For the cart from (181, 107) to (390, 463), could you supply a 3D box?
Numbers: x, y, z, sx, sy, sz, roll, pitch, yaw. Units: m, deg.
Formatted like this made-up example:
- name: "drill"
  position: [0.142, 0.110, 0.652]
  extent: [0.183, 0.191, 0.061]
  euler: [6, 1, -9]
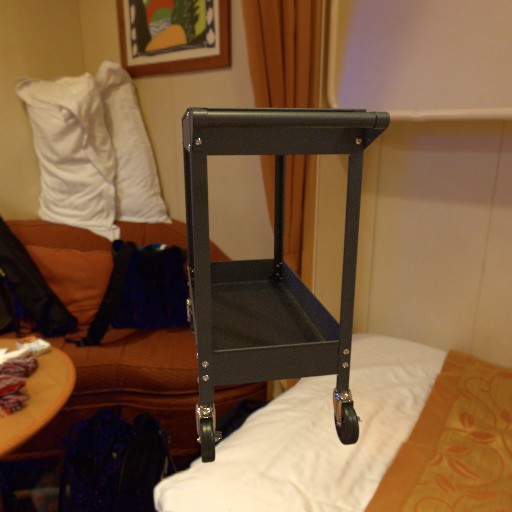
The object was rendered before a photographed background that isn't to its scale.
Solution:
- name: "cart"
  position: [0.000, 0.000, 1.181]
  extent: [0.366, 0.719, 0.779]
  euler: [-3, 16, -10]
